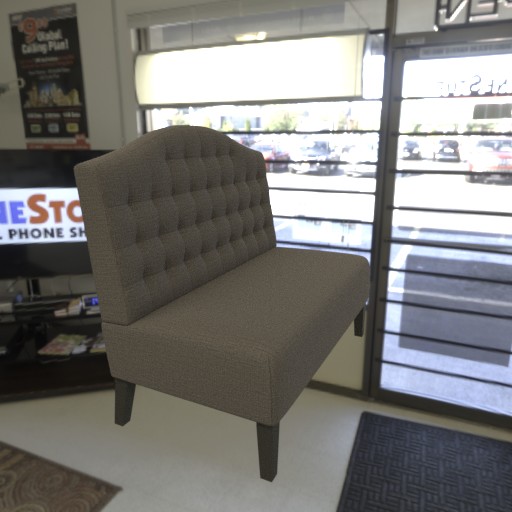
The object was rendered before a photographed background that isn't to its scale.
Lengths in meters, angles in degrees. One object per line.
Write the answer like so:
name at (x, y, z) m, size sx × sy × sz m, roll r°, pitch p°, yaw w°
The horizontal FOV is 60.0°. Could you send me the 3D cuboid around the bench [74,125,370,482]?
bench at (0.000, 0.000, 2.070) m, size 0.815 × 1.180 × 1.335 m, roll 8°, pitch 17°, yaw 26°
